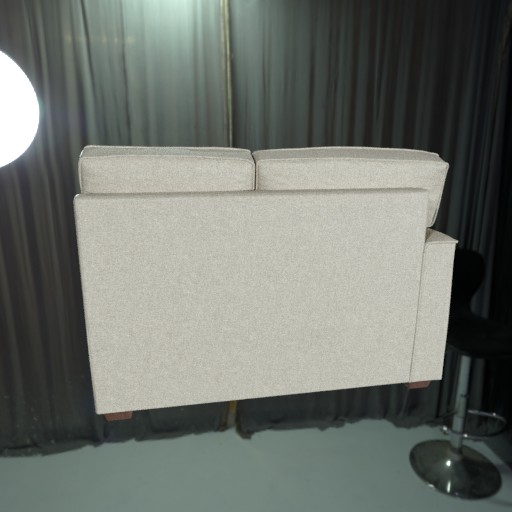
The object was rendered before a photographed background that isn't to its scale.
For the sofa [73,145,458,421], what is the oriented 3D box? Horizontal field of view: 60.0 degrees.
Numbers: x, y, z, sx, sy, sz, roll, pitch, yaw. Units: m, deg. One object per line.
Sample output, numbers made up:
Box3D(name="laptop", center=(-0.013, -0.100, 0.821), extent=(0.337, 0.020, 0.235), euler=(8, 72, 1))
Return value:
Box3D(name="sofa", center=(0.000, 0.000, 2.039), extent=(1.388, 0.989, 0.991), euler=(-3, 14, -10))
